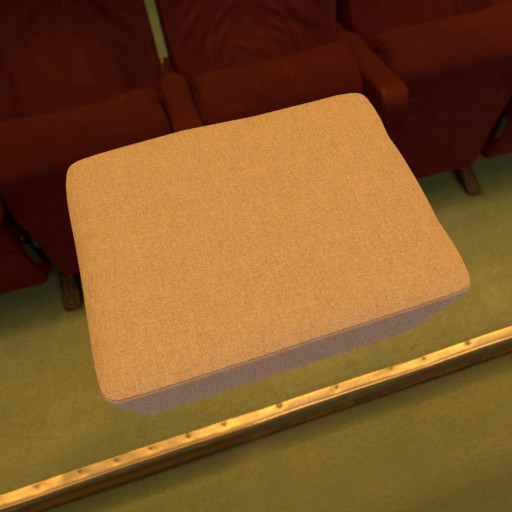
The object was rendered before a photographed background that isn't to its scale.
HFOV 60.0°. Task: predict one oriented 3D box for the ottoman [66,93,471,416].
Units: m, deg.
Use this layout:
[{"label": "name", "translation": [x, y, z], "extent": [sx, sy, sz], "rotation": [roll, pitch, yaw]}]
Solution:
[{"label": "ottoman", "translation": [0.000, 0.000, 1.299], "extent": [0.898, 0.519, 0.677], "rotation": [-16, 65, -8]}]
